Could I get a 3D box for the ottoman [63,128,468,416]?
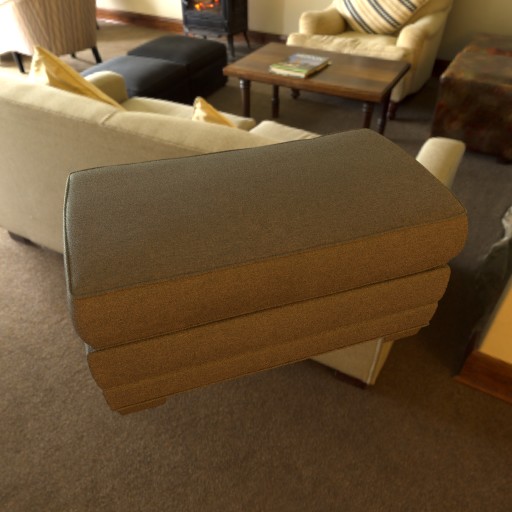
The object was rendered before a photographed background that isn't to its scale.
[{"bbox_3d":[0.000,0.000,1.142,0.864,0.448,0.490,-12,42,-14],"label":"ottoman"}]
